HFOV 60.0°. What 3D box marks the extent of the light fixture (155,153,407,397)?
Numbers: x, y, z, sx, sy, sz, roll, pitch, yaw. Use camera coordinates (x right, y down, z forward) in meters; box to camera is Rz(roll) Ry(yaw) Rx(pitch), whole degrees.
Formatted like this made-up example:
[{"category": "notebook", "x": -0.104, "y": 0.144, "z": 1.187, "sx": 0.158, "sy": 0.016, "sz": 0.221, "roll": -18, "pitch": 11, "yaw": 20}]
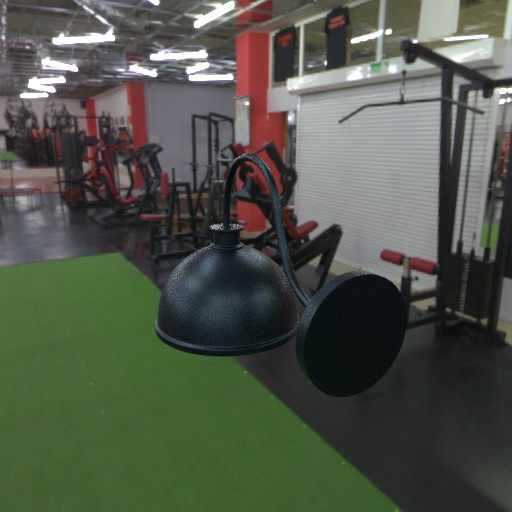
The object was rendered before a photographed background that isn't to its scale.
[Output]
[{"category": "light fixture", "x": 0.000, "y": 0.000, "z": 0.655, "sx": 0.253, "sy": 0.295, "sz": 0.467, "roll": -7, "pitch": 16, "yaw": -26}]
